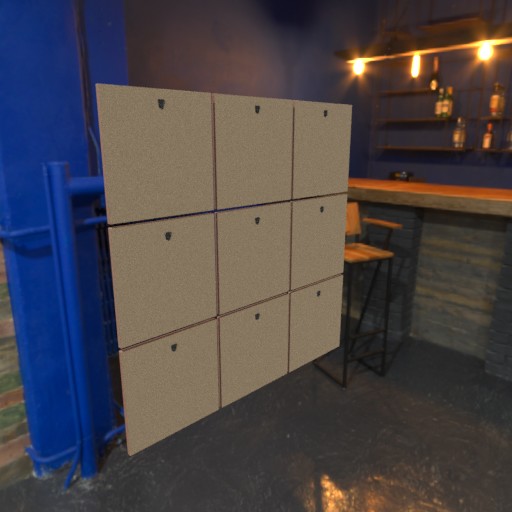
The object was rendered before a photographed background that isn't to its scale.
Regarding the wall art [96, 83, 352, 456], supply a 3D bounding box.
[{"bbox_3d":[0.000,0.000,1.334,0.906,0.904,0.018,-14,20,-42],"label":"wall art"}]
